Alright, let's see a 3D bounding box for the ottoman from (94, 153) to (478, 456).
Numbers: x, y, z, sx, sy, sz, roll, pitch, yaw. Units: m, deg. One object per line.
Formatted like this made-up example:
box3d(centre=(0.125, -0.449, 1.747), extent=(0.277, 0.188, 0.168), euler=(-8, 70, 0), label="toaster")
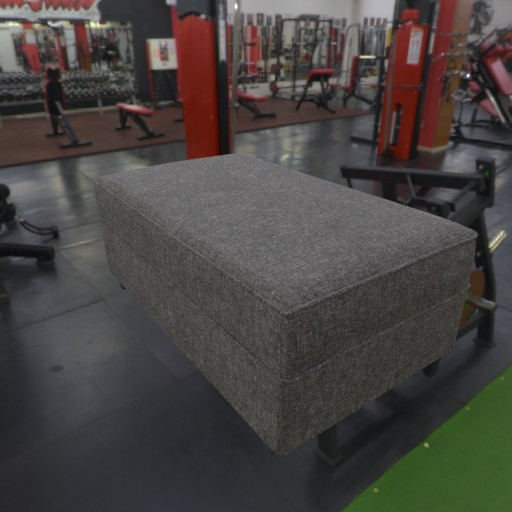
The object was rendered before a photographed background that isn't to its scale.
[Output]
box3d(centre=(0.000, 0.000, 1.525), extent=(0.717, 0.487, 1.184), euler=(-17, 31, -32), label="ottoman")
